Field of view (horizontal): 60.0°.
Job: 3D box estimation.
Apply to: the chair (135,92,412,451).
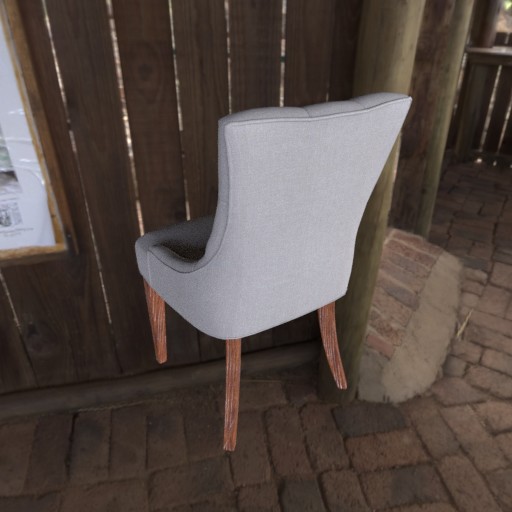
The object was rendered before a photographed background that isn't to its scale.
[{"bbox_3d":[0.000,0.000,1.195,0.509,0.874,0.565,-18,34,-28],"label":"chair"}]
